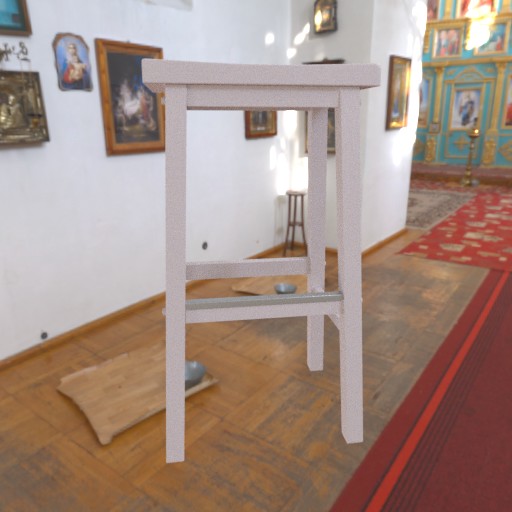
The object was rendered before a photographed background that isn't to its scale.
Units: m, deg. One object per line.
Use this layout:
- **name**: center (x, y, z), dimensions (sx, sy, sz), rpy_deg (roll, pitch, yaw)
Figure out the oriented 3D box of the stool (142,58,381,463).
- **stool**: center (0.000, 0.000, 0.948), dimensions (0.406, 0.742, 0.322), rpy_deg (-2, 17, -8)
